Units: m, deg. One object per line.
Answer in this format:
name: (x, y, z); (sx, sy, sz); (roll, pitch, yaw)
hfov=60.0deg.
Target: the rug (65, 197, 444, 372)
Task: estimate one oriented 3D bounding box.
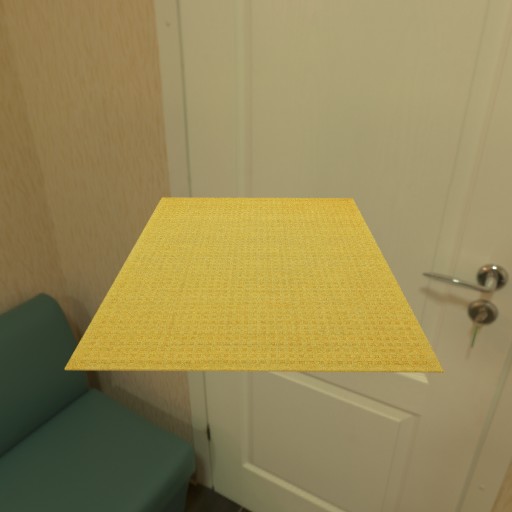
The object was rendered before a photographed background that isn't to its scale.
rug: (0.000, 0.000, 4.340); (2.486, 0.015, 3.242); (0, 28, 0)
